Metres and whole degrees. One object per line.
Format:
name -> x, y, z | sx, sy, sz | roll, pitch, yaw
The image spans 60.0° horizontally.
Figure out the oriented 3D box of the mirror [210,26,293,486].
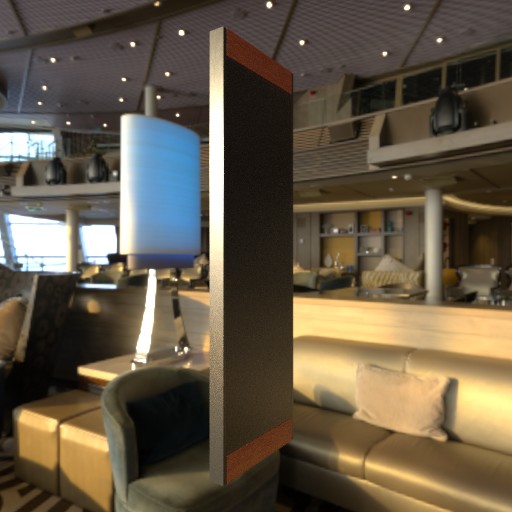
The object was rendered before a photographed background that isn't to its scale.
mirror -> 0.000, 0.000, 1.234 | 0.047, 1.123, 0.343 | 0, 0, 35
